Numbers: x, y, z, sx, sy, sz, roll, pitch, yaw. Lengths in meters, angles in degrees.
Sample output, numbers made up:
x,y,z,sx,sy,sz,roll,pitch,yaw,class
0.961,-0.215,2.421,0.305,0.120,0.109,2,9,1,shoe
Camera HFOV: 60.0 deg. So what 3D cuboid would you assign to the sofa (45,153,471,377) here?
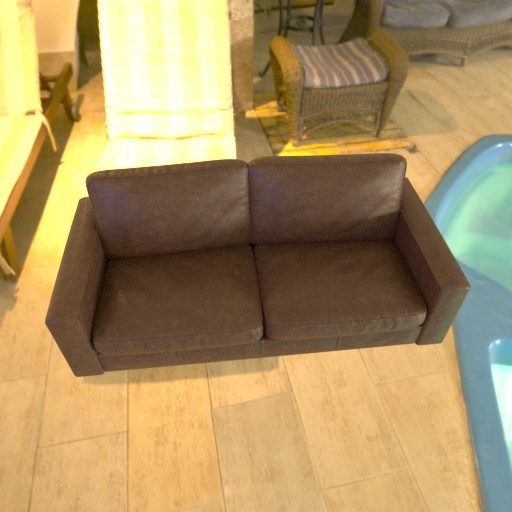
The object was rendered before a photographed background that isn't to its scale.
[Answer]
x,y,z,sx,sy,sz,roll,pitch,yaw,class
0.000,0.000,2.641,2.179,0.873,1.016,-4,46,-4,sofa
